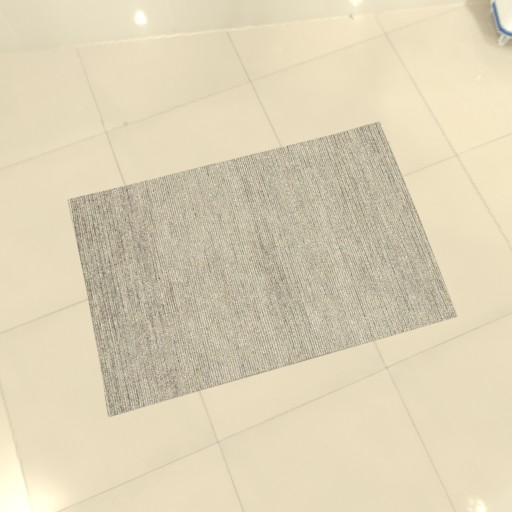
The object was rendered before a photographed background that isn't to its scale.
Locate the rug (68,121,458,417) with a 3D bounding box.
[{"bbox_3d":[0.000,0.000,2.320,1.804,0.022,1.162,-15,75,-4],"label":"rug"}]
